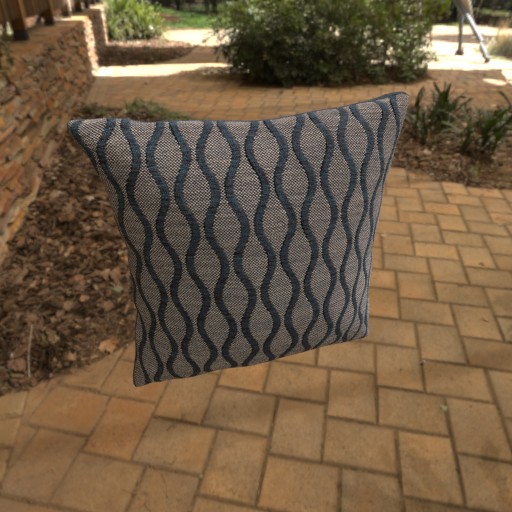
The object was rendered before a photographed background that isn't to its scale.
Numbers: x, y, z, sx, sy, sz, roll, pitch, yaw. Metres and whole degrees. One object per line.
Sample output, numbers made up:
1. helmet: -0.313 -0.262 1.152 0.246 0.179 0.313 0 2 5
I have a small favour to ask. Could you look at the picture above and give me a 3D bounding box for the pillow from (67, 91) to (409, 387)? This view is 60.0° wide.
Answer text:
1. pillow: 0.000 0.000 0.652 0.435 0.435 0.159 -9 34 -15
